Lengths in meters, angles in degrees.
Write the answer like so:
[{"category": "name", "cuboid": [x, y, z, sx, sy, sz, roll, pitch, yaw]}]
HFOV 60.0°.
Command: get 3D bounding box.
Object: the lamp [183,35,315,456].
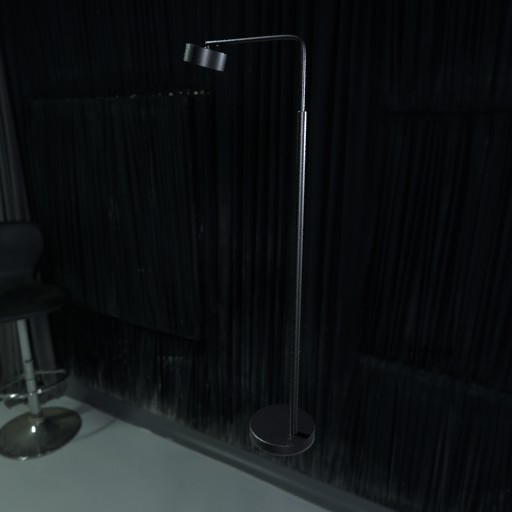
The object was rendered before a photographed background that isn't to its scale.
[{"category": "lamp", "cuboid": [0.000, 0.000, 1.378, 0.418, 1.230, 0.219, 8, 18, 26]}]
